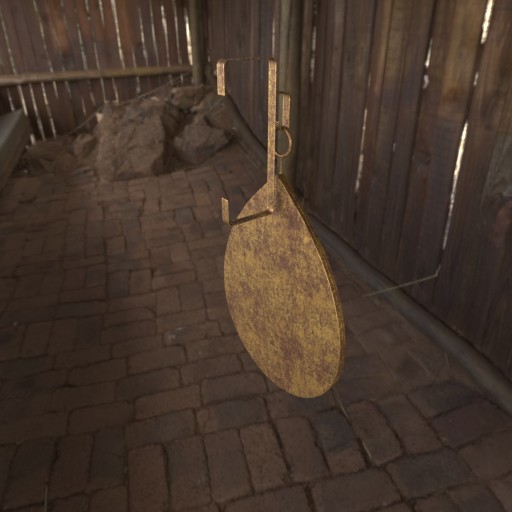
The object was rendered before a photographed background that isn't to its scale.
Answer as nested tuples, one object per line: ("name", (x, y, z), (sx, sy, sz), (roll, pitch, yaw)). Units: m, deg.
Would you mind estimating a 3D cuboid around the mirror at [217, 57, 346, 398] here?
("mirror", (0.000, 0.000, 0.911), (0.144, 0.744, 0.405), (-20, 34, -33))
